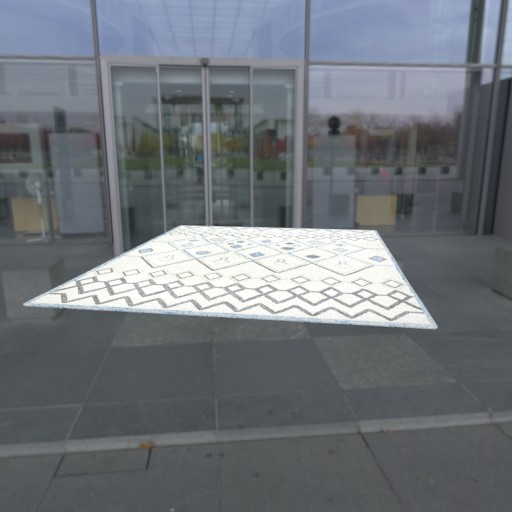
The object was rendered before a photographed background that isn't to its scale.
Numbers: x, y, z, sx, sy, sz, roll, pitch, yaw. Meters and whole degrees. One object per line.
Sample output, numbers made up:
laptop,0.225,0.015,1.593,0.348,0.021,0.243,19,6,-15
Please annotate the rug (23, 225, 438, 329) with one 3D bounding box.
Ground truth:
rug,0.000,0.000,4.014,2.441,0.013,3.056,2,13,9
